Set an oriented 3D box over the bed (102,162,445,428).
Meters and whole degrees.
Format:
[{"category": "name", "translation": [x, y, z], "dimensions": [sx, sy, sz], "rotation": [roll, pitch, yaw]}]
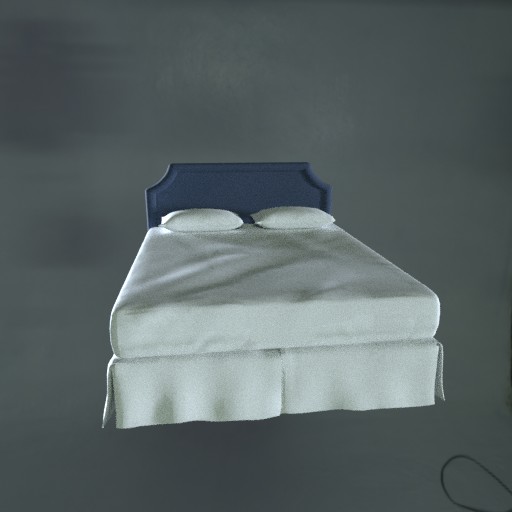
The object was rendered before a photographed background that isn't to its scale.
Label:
[{"category": "bed", "translation": [0.000, 0.000, 4.061], "dimensions": [2.350, 1.488, 2.773], "rotation": [-2, 16, -7]}]
